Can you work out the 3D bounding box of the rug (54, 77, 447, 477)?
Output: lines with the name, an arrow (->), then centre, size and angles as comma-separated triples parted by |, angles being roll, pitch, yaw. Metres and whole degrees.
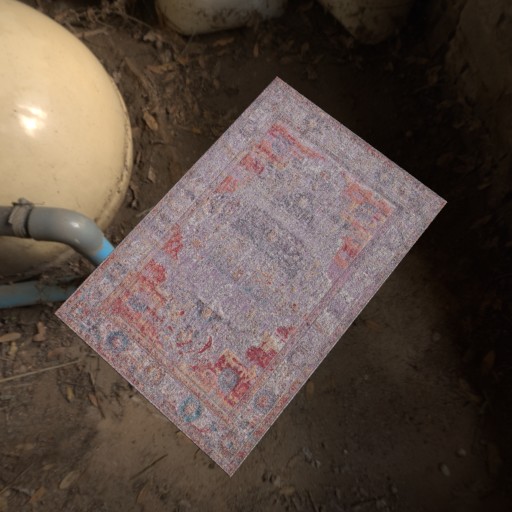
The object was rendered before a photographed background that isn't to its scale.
rug -> 0.000, 0.000, 2.379 | 1.219, 0.005, 1.829 | 39, 80, 8
